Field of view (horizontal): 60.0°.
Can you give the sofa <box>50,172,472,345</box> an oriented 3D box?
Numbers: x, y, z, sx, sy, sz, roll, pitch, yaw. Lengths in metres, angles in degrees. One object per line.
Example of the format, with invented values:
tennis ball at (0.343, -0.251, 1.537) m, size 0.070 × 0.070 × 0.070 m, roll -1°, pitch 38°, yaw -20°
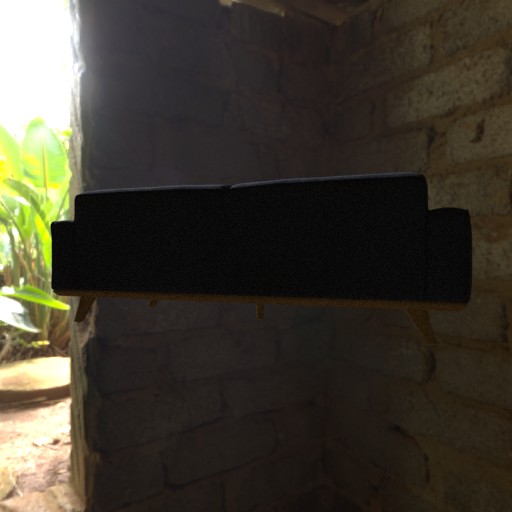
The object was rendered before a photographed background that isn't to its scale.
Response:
sofa at (0.000, 0.000, 2.650) m, size 2.270 × 0.782 × 0.953 m, roll 0°, pitch 0°, yaw 19°
